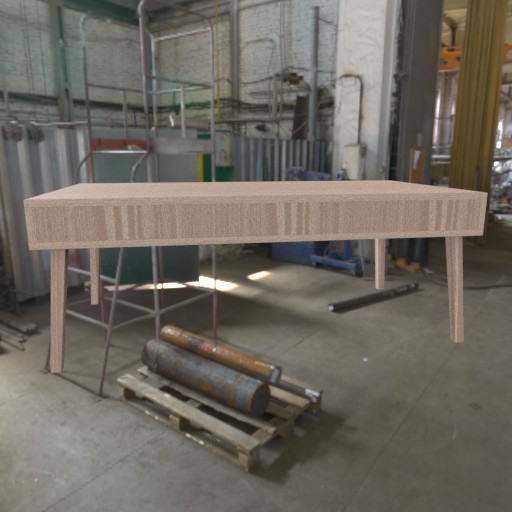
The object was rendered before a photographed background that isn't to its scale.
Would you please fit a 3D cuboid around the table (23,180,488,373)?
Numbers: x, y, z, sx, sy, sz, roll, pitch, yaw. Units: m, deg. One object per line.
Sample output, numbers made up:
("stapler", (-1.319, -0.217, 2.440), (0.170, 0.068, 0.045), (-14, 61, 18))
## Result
("table", (0.000, 0.000, 1.467), (1.200, 0.450, 0.600), (-2, 13, -9))
